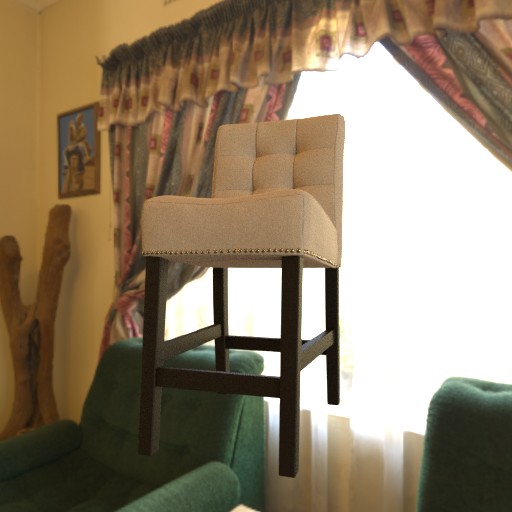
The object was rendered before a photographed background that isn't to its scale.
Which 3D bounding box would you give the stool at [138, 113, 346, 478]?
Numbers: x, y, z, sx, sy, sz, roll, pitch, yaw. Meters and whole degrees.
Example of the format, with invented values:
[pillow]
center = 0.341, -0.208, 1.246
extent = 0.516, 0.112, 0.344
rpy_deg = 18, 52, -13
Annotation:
[stool]
center = 0.000, 0.000, 1.198
extent = 0.427, 0.885, 0.571
rpy_deg = 0, -1, 18
